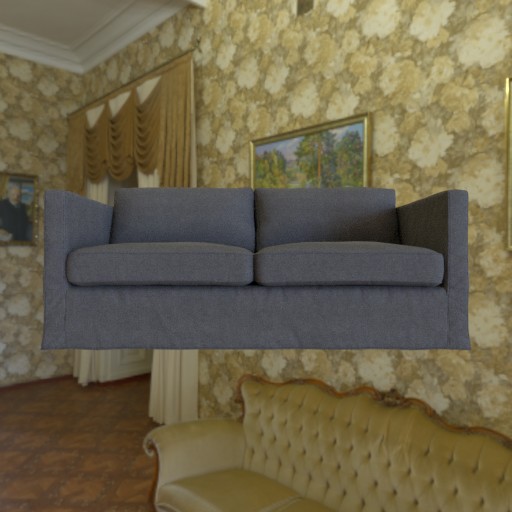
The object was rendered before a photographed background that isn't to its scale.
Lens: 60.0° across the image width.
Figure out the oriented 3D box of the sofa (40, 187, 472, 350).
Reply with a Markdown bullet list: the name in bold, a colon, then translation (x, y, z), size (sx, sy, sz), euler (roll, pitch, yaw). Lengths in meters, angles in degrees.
- **sofa**: translation (0.000, 0.000, 2.456), size (1.982, 0.855, 0.953), euler (0, 0, 0)
